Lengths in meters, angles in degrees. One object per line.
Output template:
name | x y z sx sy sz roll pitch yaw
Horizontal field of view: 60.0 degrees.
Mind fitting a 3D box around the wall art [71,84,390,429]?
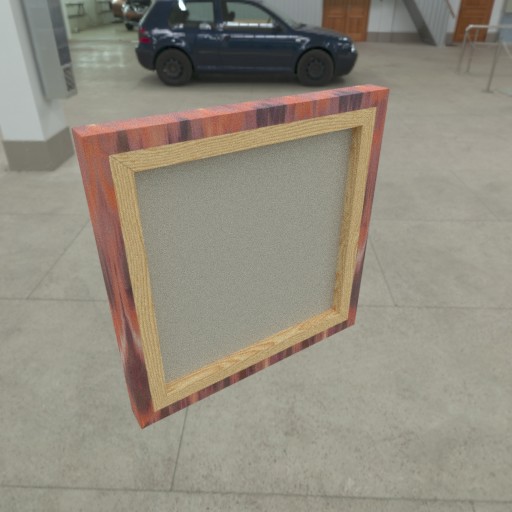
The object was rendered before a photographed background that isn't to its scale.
wall art | 0.000 0.000 0.614 0.403 0.406 0.038 -19 36 -28
